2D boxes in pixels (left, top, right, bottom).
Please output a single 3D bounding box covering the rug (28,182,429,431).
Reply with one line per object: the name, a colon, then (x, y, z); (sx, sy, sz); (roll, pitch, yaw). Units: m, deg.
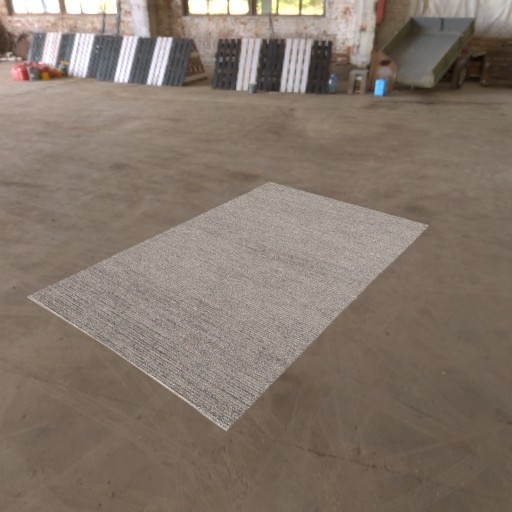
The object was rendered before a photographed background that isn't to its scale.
rug: (0.000, 0.000, 2.265); (1.162, 0.022, 1.804); (21, 36, 32)
